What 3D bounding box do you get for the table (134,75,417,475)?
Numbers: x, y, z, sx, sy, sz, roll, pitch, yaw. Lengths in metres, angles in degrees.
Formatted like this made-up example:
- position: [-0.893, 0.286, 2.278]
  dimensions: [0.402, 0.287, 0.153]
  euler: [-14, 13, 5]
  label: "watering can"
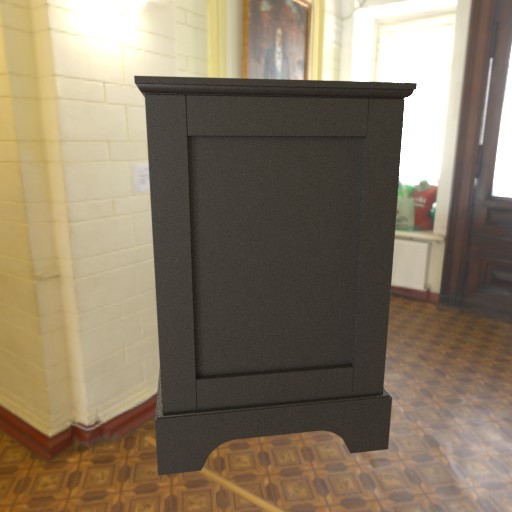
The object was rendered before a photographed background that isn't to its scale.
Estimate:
- position: [0.000, 0.000, 0.901]
  dimensions: [0.399, 0.610, 0.460]
  euler: [-2, 14, -9]
  label: "table"
